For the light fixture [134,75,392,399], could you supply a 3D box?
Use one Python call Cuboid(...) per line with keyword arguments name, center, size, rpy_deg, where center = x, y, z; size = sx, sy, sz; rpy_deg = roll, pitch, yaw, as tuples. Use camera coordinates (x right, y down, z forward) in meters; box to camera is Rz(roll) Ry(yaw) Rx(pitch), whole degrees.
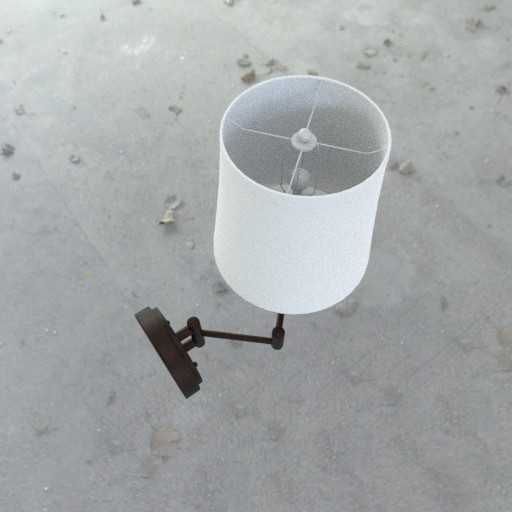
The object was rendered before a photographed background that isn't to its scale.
Cuboid(name="light fixture", center=(0.000, 0.000, 0.270), size=(0.157, 0.172, 0.100), rpy_deg=(-32, 64, -17))
